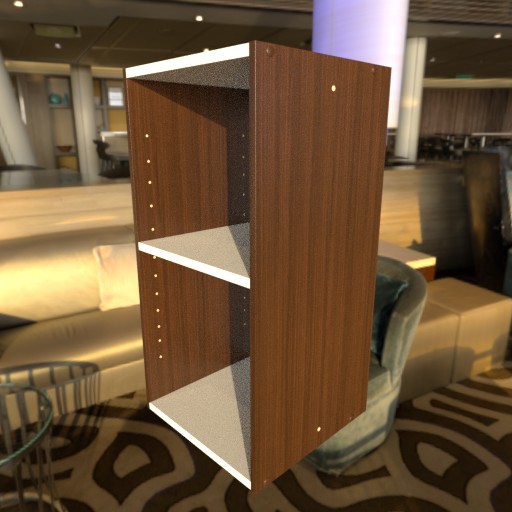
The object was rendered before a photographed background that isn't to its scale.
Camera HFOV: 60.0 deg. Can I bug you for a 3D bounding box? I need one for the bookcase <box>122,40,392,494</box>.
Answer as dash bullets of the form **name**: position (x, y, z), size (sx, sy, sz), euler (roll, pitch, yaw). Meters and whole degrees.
- **bookcase**: position (0.000, 0.000, 0.761), size (0.290, 0.600, 0.300), euler (-14, 21, -42)
